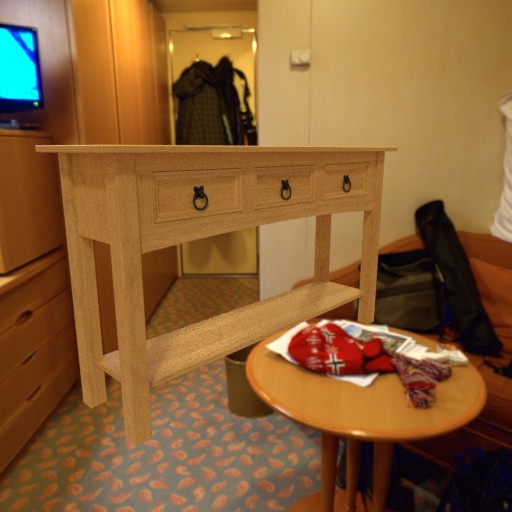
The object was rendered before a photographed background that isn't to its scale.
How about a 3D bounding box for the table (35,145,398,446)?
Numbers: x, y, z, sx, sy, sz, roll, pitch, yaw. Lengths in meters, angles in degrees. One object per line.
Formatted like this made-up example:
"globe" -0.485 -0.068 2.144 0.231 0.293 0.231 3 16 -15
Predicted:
"table" 0.000 0.000 1.518 0.350 0.730 1.240 13 19 43
